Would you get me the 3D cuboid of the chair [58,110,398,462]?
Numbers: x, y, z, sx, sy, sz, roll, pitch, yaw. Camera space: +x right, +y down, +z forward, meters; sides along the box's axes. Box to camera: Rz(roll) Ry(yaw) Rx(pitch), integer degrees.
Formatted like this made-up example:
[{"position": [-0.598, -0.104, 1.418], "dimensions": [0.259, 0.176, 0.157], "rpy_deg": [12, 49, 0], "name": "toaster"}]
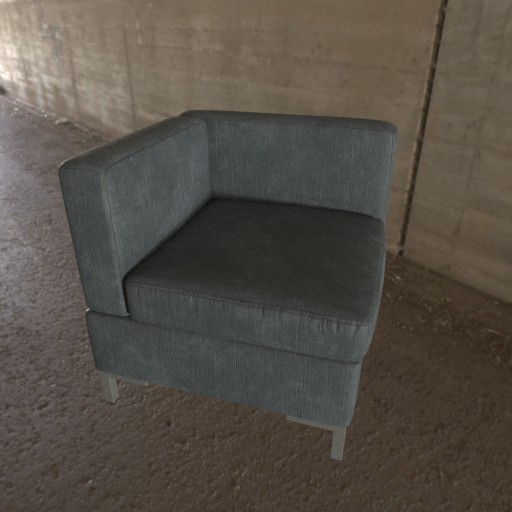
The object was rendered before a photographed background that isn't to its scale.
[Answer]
[{"position": [0.000, 0.000, 1.218], "dimensions": [0.680, 0.660, 0.680], "rpy_deg": [8, 29, 15], "name": "chair"}]
